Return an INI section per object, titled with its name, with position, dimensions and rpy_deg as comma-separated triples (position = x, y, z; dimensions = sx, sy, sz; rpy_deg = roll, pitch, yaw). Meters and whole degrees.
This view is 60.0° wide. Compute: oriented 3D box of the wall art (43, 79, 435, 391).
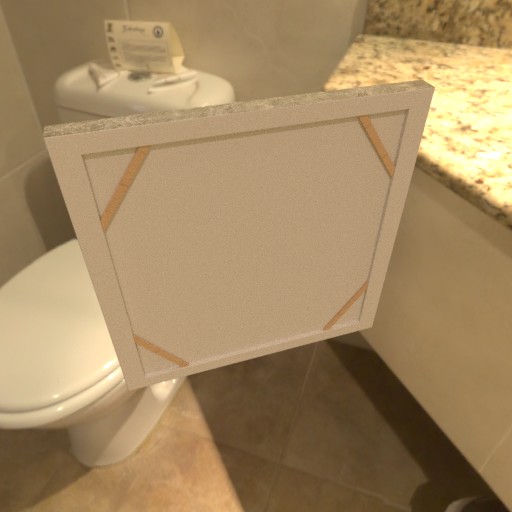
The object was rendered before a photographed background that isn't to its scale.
[wall art]
position = 0.000, 0.000, 0.876
dimensions = 0.610, 0.610, 0.038
rpy_deg = -12, 42, -13
